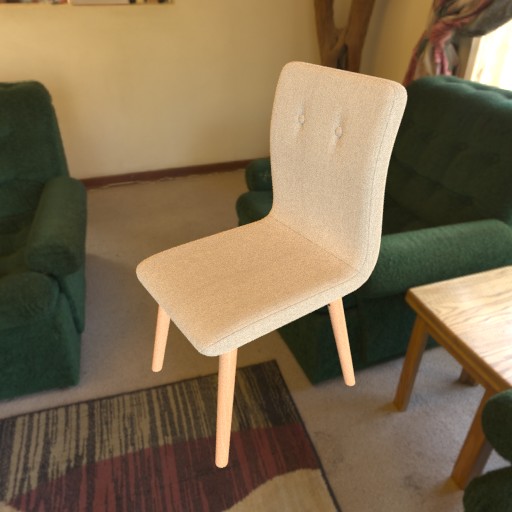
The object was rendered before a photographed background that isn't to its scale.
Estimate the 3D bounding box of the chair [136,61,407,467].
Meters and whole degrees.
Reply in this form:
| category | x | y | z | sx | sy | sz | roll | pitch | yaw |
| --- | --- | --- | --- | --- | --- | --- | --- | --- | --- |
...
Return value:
| category | x | y | z | sx | sy | sz | roll | pitch | yaw |
| --- | --- | --- | --- | --- | --- | --- | --- | --- | --- |
| chair | 0.000 | 0.000 | 1.187 | 0.550 | 0.885 | 0.435 | -21 | 38 | -29 |
